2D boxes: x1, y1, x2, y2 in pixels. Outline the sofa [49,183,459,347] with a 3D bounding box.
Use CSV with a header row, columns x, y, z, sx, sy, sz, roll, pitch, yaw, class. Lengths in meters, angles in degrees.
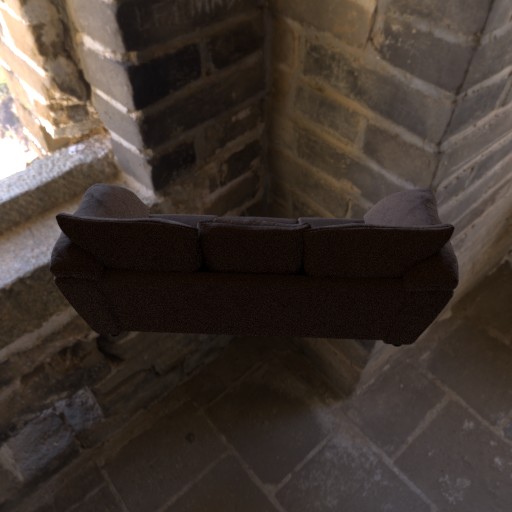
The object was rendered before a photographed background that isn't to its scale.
x,y,z,sx,sy,sz,roll,pitch,yaw,class
0.000,0.000,2.880,2.336,1.015,0.878,2,46,2,sofa
